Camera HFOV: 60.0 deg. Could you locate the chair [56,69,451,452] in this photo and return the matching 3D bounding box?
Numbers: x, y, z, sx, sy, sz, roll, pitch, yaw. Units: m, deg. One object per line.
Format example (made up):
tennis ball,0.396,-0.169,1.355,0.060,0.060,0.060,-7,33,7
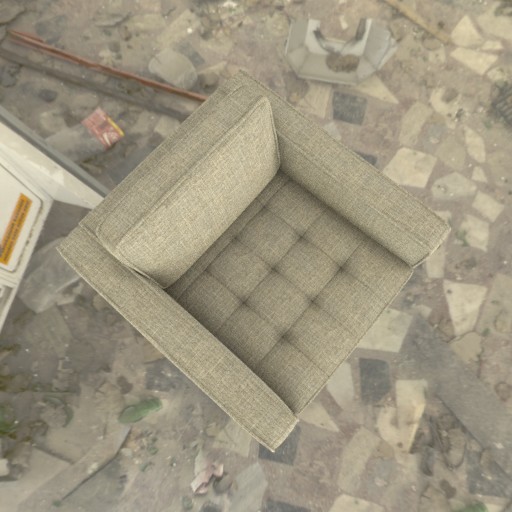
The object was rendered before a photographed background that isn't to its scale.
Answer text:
chair,0.000,0.000,1.559,0.914,0.765,0.889,40,78,10
